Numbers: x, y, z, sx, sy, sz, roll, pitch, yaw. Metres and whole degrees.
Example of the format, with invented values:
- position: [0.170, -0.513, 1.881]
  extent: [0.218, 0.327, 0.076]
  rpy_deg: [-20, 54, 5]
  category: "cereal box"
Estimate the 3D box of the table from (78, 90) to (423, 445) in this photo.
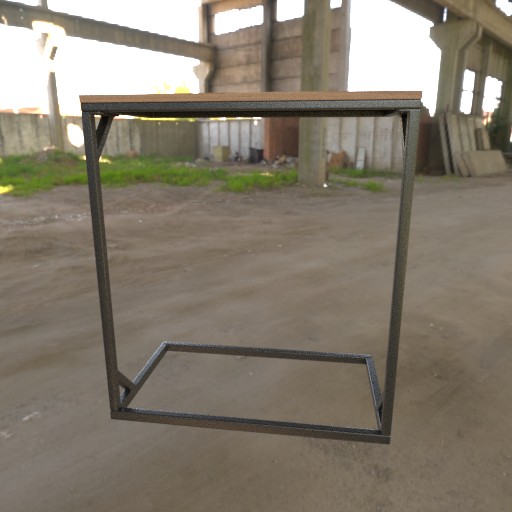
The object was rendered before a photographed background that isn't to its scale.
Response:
- position: [0.000, 0.000, 1.013]
  extent: [0.597, 0.673, 0.351]
  rpy_deg: [2, 15, 8]
  category: "table"
